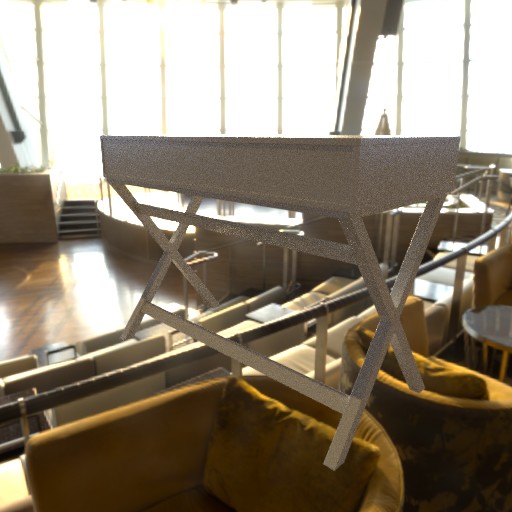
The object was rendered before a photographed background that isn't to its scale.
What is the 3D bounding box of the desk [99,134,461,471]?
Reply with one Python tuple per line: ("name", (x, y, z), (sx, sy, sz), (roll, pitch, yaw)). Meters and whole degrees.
("desk", (0.000, 0.000, 1.487), (1.059, 0.780, 0.509), (15, 22, 43))
